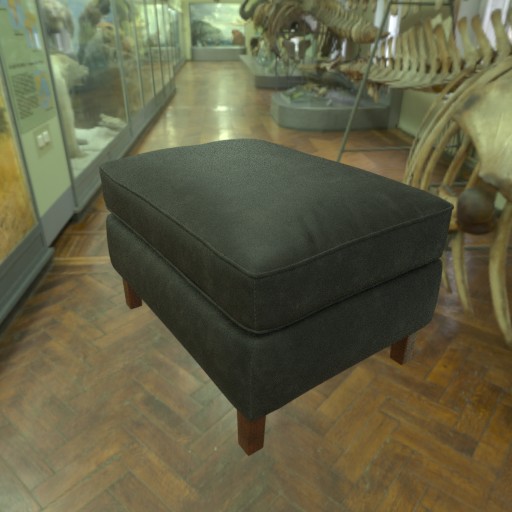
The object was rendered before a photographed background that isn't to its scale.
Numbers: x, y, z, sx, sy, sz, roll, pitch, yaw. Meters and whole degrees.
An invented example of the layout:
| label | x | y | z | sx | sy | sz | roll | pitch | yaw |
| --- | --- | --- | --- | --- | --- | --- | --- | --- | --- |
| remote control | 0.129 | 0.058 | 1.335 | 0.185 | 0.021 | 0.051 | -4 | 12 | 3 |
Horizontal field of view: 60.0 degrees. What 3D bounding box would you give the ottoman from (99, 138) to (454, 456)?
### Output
| label | x | y | z | sx | sy | sz | roll | pitch | yaw |
| --- | --- | --- | --- | --- | --- | --- | --- | --- | --- |
| ottoman | 0.000 | 0.000 | 0.996 | 0.501 | 0.413 | 0.665 | -18 | 32 | -31 |
